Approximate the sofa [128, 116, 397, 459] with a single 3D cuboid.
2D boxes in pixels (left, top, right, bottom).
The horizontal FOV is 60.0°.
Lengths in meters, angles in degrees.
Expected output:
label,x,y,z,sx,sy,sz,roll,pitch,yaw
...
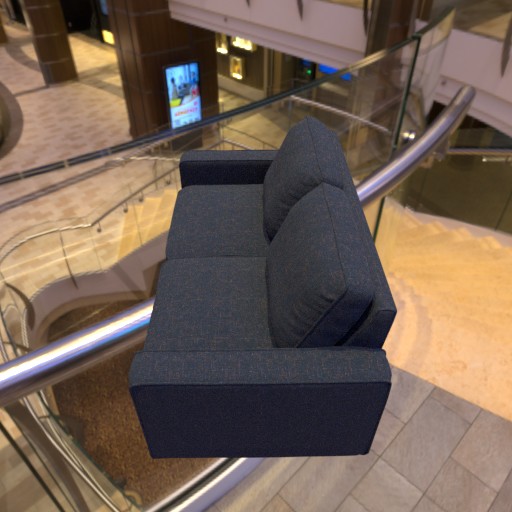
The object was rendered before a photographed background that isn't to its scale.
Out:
label,x,y,z,sx,sy,sz,roll,pitch,yaw
sofa,0.000,0.000,2.245,0.947,0.918,1.709,0,41,-1
